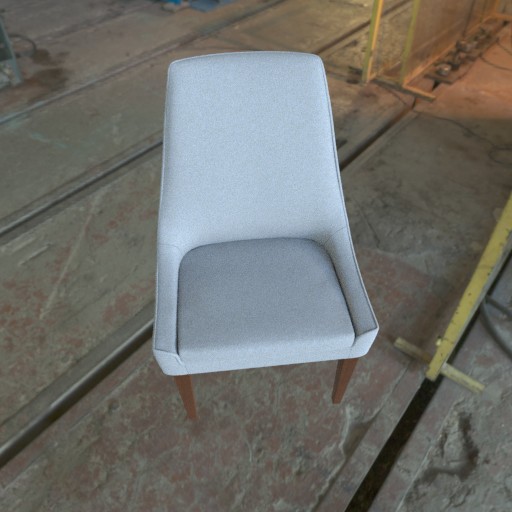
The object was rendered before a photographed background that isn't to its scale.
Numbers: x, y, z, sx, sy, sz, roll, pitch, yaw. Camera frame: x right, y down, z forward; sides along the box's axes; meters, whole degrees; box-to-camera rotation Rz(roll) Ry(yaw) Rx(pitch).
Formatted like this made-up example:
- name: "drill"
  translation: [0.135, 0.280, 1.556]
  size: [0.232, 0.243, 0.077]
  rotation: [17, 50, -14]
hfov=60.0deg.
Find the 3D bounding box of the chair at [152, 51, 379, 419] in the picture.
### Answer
- name: "chair"
  translation: [0.000, 0.000, 1.178]
  size: [0.529, 0.861, 0.544]
  rotation: [-5, 47, -4]
